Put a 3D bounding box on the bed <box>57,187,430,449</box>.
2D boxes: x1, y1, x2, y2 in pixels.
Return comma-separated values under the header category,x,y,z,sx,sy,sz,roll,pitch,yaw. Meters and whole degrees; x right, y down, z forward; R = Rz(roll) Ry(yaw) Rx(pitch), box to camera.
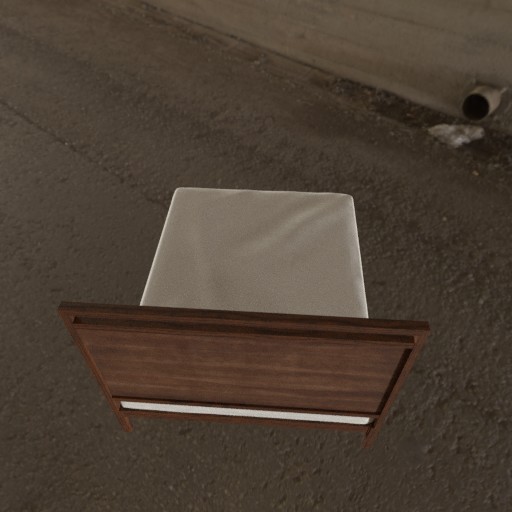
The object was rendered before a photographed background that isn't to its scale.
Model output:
category,x,y,z,sx,sy,sz,roll,pitch,yaw
bed,0.000,0.000,3.378,1.765,1.487,2.218,3,47,3
